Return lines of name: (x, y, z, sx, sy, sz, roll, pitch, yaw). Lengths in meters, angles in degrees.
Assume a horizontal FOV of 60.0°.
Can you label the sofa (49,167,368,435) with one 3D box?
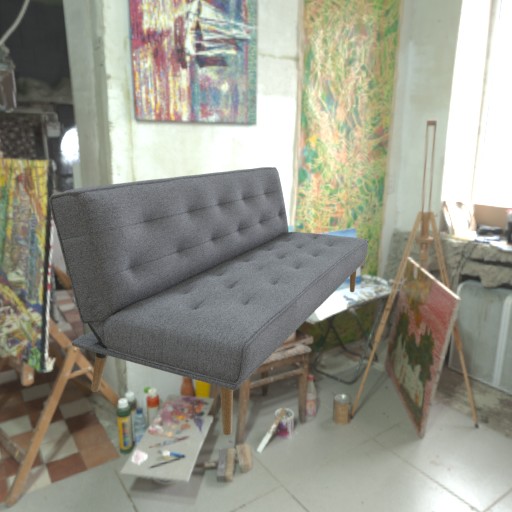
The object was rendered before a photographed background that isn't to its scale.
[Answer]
sofa: (0.000, 0.000, 2.335, 0.810, 0.830, 1.820, 7, 16, 26)
